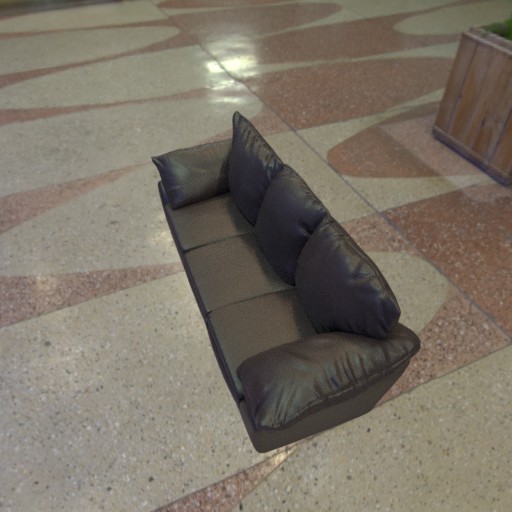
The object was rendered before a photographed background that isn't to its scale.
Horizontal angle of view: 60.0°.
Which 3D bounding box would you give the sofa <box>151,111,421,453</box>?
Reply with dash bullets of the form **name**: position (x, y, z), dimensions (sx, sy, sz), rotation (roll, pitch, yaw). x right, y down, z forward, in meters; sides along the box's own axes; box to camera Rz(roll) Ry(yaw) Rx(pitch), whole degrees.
- **sofa**: position (0.000, 0.000, 2.935), dimensions (0.907, 1.091, 2.390), rotation (-15, 45, -15)
